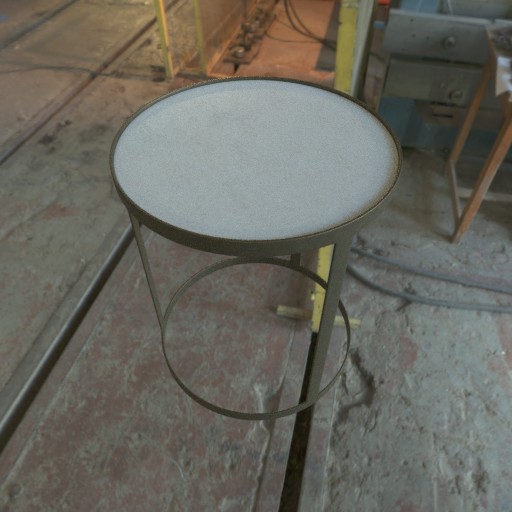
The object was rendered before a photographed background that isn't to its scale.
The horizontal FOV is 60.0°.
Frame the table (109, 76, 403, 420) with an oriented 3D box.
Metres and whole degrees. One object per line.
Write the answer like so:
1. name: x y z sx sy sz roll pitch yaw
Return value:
1. table: 0.000 0.000 0.948 0.480 0.565 0.480 0 47 0
